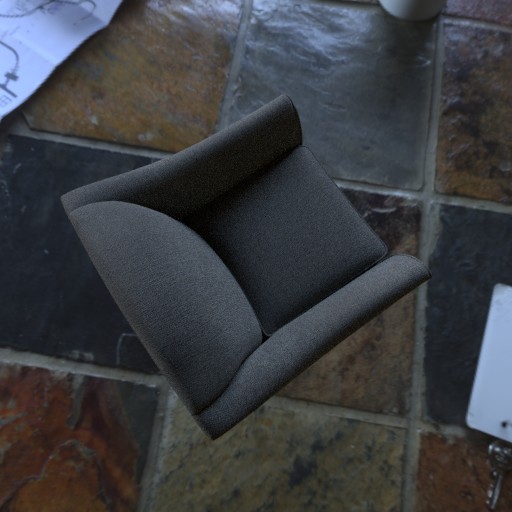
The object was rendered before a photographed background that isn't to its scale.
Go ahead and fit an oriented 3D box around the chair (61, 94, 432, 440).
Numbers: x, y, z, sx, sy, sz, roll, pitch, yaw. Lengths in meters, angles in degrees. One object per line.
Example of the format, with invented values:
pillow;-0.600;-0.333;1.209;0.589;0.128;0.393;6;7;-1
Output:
chair;0.000;0.000;1.458;0.787;0.839;0.763;-34;78;-8
